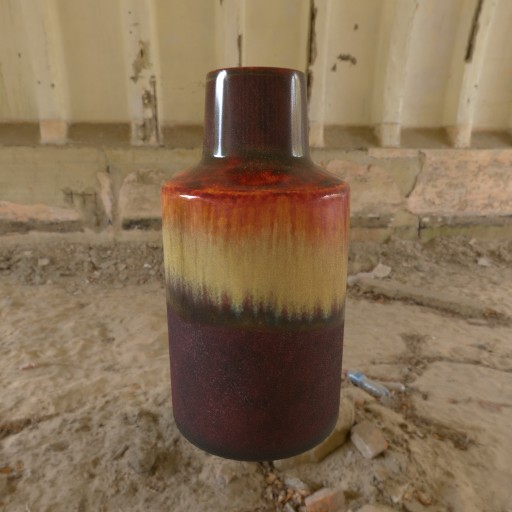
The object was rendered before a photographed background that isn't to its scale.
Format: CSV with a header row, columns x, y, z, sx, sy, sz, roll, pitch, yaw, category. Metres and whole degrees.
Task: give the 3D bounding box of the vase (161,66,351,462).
x,y,z,sx,sy,sz,roll,pitch,yaw,category
0.000,0.000,0.265,0.108,0.204,0.108,0,15,0,vase
